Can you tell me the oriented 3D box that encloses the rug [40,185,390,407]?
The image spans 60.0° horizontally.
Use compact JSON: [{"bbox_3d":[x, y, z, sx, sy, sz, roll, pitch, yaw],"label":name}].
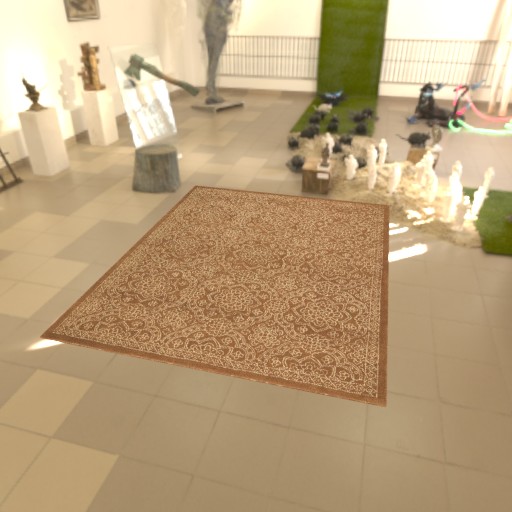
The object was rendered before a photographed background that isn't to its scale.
[{"bbox_3d":[0.000,0.000,4.210,2.441,0.015,3.050,8,32,13],"label":"rug"}]
